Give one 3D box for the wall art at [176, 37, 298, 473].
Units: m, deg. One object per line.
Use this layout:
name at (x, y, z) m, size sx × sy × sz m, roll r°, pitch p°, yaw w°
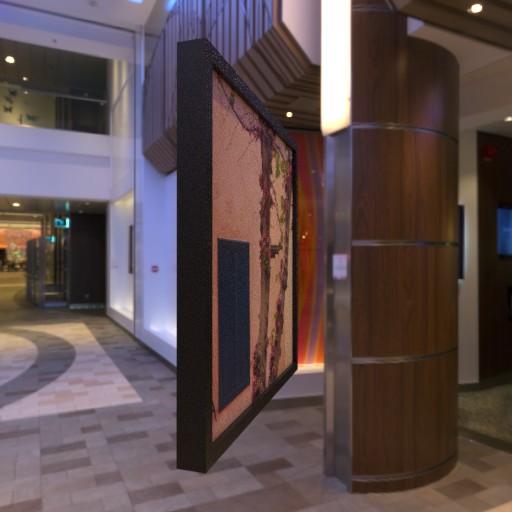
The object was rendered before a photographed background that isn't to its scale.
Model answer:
wall art at (0.000, 0.000, 0.763) m, size 0.038 × 0.508 × 0.508 m, roll 0°, pitch 0°, yaw 17°
